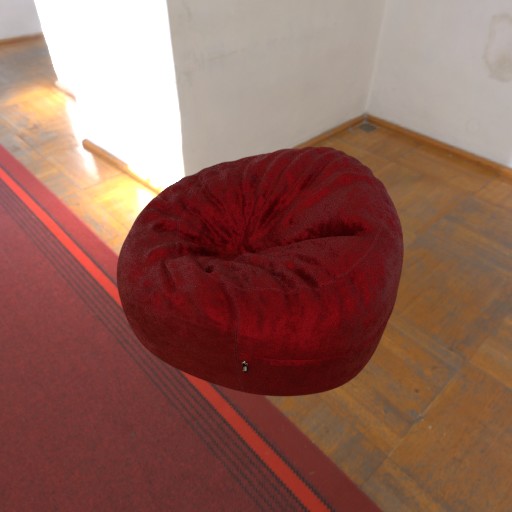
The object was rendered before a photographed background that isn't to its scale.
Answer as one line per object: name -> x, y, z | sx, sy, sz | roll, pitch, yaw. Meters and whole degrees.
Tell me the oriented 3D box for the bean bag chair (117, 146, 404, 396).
bean bag chair -> 0.000, 0.000, 2.501 | 1.524, 0.878, 1.524 | 1, 43, 2
